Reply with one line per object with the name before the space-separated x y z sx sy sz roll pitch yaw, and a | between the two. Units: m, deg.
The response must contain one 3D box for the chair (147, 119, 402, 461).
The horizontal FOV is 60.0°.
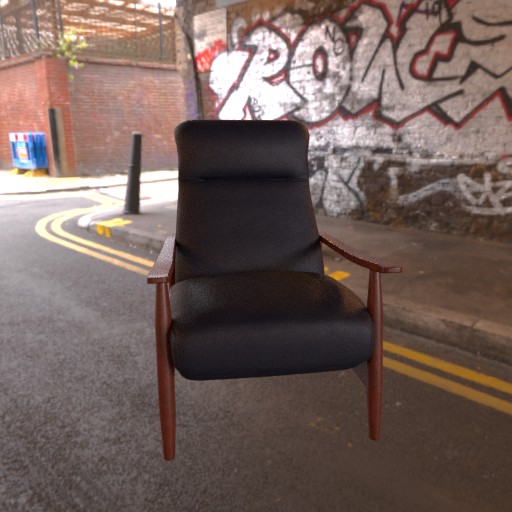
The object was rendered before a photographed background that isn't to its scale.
chair | 0.000 0.000 1.792 0.762 1.082 1.014 -2 15 -8
